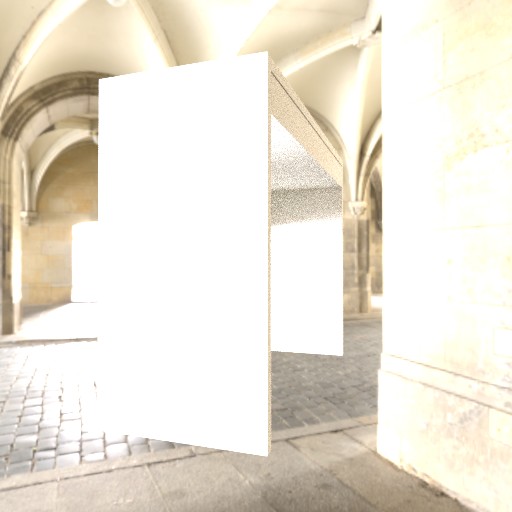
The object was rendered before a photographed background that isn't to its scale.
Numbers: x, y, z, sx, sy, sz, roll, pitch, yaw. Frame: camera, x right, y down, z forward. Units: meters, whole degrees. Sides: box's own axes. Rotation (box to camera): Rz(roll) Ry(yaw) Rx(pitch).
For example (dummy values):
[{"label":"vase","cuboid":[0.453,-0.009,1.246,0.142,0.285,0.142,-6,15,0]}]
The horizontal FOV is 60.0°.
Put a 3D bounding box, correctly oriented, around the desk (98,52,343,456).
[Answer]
[{"label":"desk","cuboid":[0.000,0.000,1.404,0.400,0.790,1.000,0,-1,19]}]
